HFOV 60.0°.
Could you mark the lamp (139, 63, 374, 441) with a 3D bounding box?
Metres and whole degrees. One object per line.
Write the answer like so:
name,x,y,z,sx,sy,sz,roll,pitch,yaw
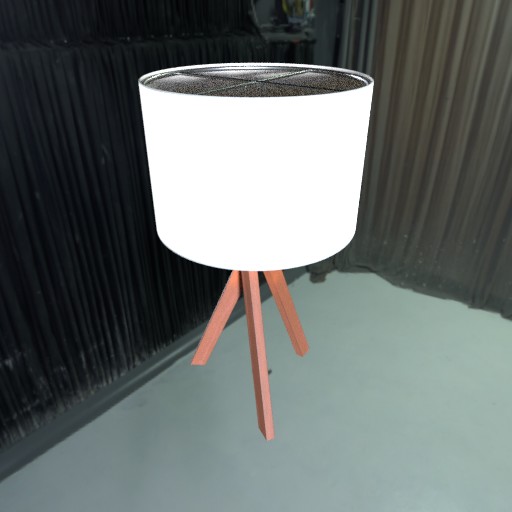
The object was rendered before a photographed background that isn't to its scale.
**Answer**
lamp,0.000,0.000,0.905,0.380,0.686,0.380,20,35,31
